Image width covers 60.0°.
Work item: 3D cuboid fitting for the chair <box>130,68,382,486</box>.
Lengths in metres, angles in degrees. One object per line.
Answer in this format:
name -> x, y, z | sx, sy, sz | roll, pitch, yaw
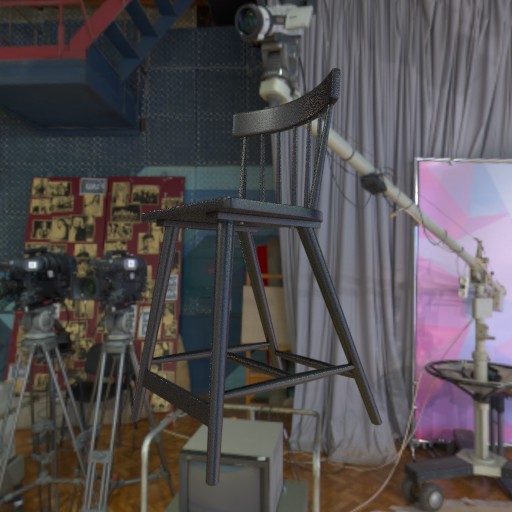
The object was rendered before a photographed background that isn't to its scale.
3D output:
chair -> 0.000, 0.000, 1.260 | 0.572, 0.952, 0.483 | 0, 0, -36
